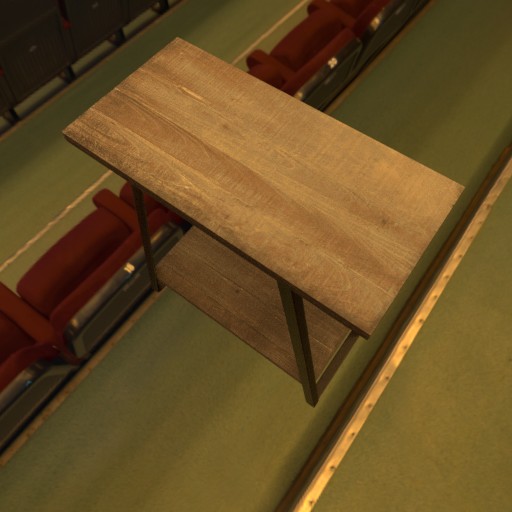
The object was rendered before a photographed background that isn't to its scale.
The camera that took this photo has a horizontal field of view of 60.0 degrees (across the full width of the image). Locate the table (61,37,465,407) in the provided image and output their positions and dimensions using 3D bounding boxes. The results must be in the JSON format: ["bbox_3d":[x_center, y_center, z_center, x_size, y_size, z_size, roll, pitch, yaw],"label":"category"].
[{"bbox_3d":[0.000,0.000,1.035,0.599,0.701,0.300,33,68,16],"label":"table"}]
